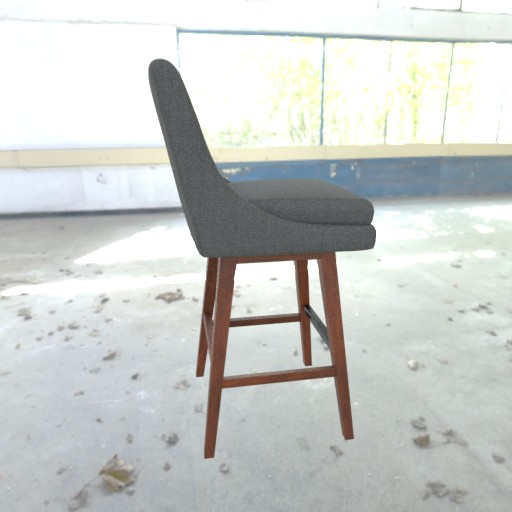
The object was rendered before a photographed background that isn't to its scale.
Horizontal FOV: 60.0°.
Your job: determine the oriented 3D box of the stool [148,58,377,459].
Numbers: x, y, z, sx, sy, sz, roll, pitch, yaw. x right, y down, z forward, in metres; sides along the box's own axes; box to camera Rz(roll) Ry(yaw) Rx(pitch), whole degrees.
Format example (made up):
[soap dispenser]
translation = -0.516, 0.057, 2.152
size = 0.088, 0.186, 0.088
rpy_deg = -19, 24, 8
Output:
[stool]
translation = 0.000, 0.000, 1.248
size = 0.524, 0.977, 0.447
rpy_deg = -3, 18, -10
